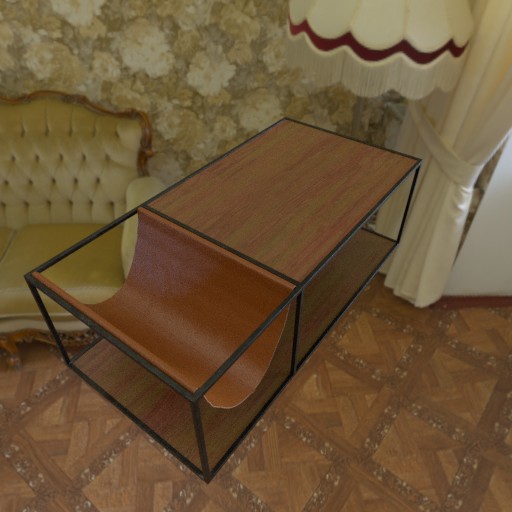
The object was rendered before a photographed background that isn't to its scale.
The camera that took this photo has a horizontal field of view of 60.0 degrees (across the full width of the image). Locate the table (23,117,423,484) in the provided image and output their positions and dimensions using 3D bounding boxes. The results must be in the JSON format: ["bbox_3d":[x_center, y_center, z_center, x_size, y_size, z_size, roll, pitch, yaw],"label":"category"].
[{"bbox_3d":[0.000,0.000,1.495,0.597,0.403,1.199,27,48,27],"label":"table"}]
